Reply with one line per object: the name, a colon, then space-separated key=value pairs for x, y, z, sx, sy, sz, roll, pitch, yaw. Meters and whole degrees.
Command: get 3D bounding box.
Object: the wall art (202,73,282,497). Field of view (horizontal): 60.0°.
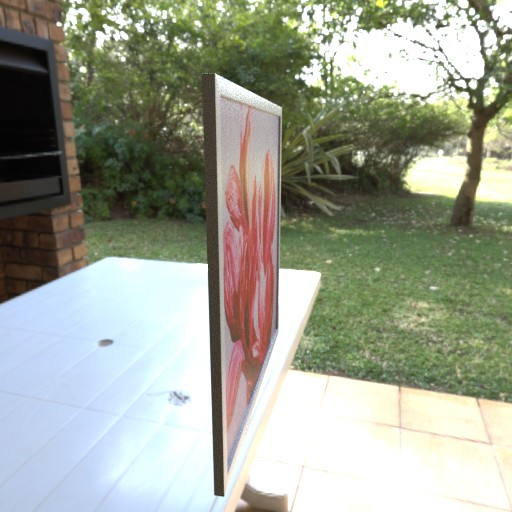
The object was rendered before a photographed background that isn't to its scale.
wall art: x=0.000 y=0.000 z=1.182 sx=0.022 sy=0.803 sz=0.805 roll=3 pitch=15 yaw=10
